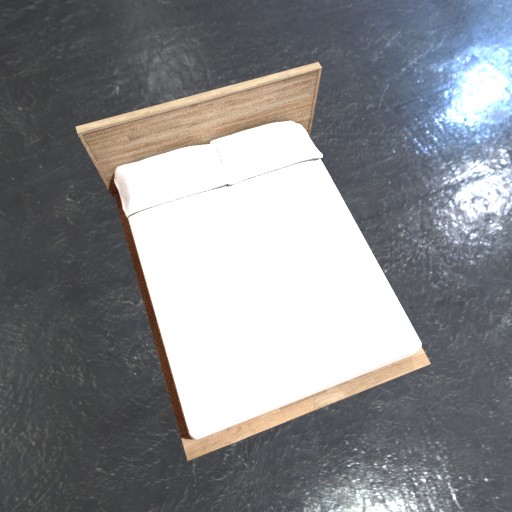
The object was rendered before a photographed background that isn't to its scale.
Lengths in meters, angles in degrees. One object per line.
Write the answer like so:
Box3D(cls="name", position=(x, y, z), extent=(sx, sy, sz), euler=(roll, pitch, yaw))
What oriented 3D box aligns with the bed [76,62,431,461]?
Box3D(cls="bed", position=(0.000, 0.000, 3.108), extent=(1.759, 1.071, 2.145), euler=(-18, 65, -9))
